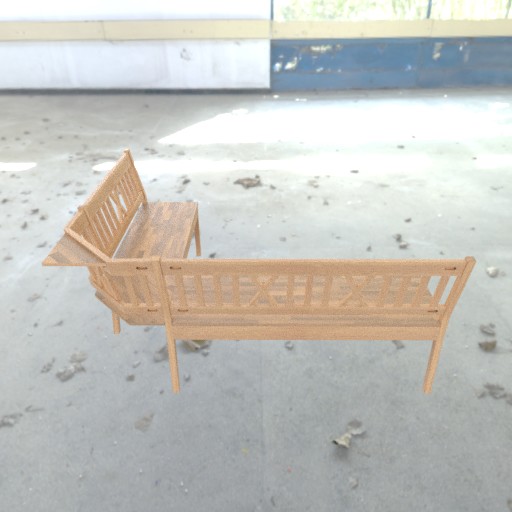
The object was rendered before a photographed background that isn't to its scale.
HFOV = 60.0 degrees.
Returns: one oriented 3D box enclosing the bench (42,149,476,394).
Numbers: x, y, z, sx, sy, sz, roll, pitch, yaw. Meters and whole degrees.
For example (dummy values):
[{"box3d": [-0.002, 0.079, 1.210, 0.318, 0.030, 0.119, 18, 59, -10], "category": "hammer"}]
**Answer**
[{"box3d": [0.000, 0.000, 2.833, 1.937, 0.902, 1.537, 0, 32, 0], "category": "bench"}]
